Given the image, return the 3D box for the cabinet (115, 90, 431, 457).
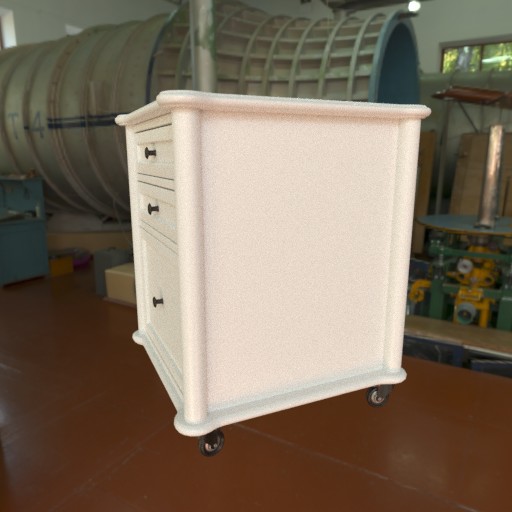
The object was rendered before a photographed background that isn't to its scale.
[{"bbox_3d":[0.000,0.000,1.222,0.627,0.761,0.628,-6,14,-24],"label":"cabinet"}]
